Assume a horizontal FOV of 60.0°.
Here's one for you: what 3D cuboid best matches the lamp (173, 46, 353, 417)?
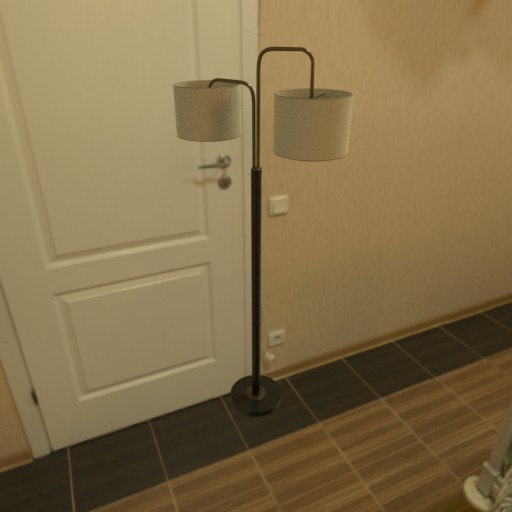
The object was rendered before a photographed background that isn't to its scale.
[{"bbox_3d":[0.000,0.000,1.852,0.711,1.587,0.254,19,33,32],"label":"lamp"}]
